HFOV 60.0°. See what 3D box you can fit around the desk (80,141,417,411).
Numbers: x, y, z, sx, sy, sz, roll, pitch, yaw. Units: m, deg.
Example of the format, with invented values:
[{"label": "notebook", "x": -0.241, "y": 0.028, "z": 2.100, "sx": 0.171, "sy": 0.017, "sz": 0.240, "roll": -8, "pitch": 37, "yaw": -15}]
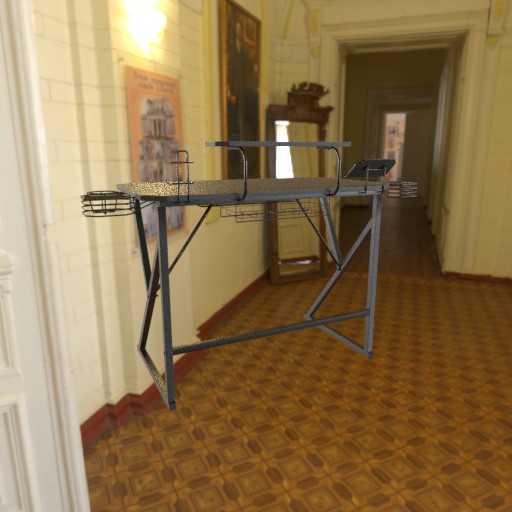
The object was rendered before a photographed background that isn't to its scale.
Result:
[{"label": "desk", "x": 0.000, "y": 0.000, "z": 1.776, "sx": 1.290, "sy": 0.880, "sz": 0.580, "roll": -7, "pitch": 15, "yaw": -25}]
